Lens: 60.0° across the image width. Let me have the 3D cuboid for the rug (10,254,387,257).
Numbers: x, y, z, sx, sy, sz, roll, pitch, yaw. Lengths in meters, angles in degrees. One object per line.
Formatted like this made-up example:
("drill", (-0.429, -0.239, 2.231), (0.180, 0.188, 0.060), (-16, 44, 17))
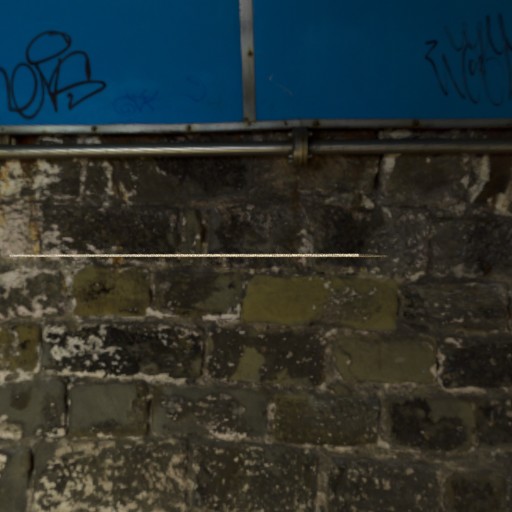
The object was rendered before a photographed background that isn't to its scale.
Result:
("rug", (0.000, 0.000, 2.126), (1.142, 0.006, 1.752), (0, 0, 19))
